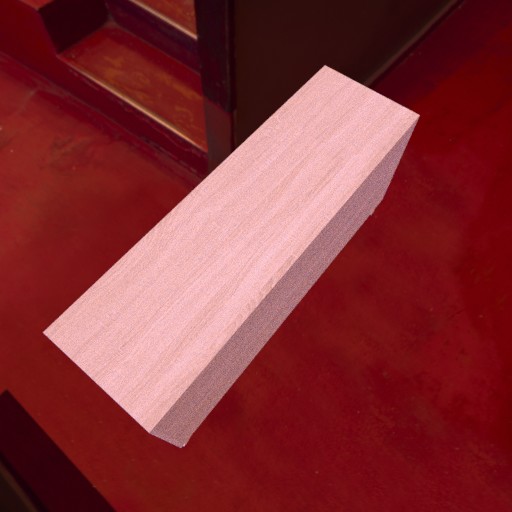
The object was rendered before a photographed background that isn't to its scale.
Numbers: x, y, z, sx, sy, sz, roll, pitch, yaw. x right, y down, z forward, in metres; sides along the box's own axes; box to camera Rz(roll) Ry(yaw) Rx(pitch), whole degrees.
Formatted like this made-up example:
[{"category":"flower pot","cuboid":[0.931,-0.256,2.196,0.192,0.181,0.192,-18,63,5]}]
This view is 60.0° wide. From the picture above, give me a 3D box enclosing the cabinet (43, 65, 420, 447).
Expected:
[{"category":"cabinet","cuboid":[0.000,0.000,2.048,0.500,0.780,1.649,36,68,17]}]
